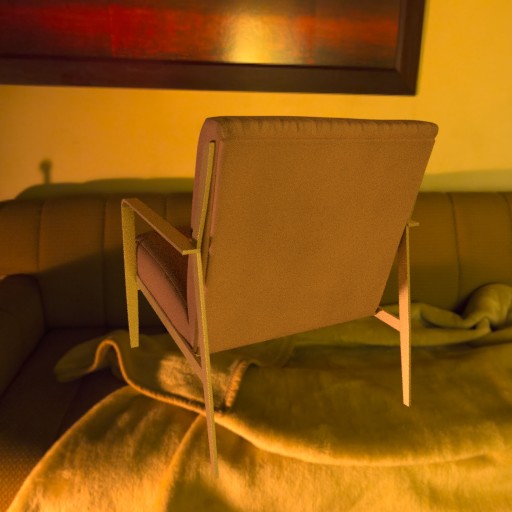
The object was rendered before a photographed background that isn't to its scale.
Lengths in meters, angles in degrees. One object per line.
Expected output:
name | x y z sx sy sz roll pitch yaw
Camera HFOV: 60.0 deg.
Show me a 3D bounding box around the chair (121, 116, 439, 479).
chair | 0.000 0.000 1.419 0.701 0.823 0.848 -8 17 -27
